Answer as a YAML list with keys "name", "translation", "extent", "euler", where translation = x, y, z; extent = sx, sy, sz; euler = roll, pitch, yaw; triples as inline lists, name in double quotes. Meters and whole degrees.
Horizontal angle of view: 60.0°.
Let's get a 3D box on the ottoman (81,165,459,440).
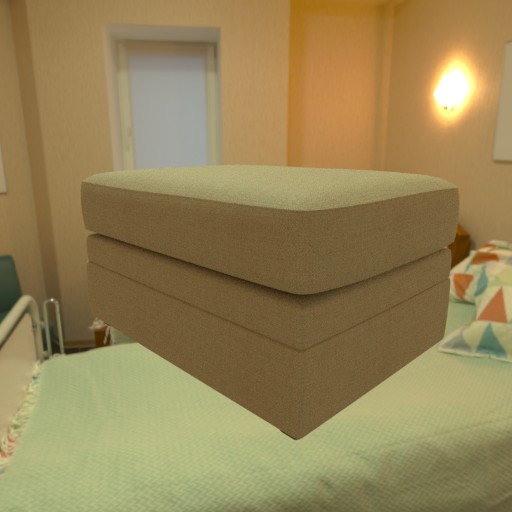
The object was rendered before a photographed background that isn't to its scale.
- name: "ottoman"
  translation: [0.000, 0.000, 1.231]
  extent: [0.637, 0.478, 0.885]
  euler: [-14, 20, -43]
